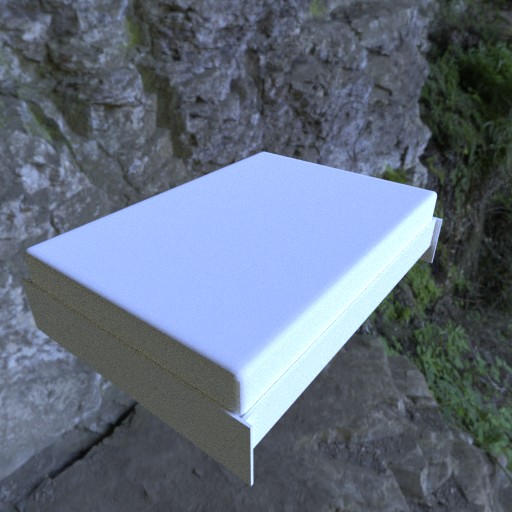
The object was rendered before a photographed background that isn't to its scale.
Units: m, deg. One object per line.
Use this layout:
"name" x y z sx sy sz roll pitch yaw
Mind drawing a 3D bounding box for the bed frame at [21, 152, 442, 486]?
"bed frame" 0.000 0.000 2.518 1.445 0.497 1.945 21 37 31
